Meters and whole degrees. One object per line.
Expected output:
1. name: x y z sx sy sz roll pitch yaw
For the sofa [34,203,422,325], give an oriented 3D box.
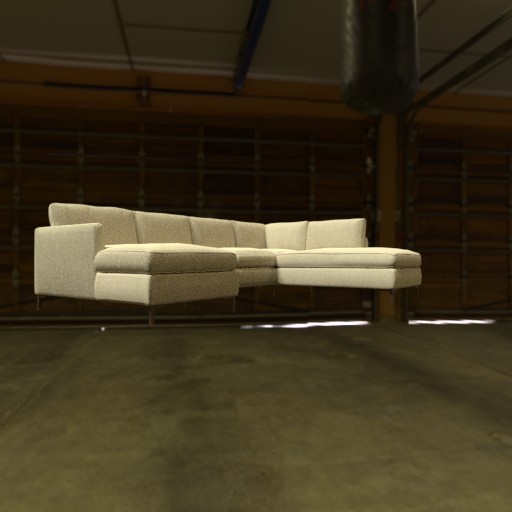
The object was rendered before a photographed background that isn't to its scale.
1. sofa: 0.000 0.000 3.605 1.879 0.756 2.737 0 0 36
